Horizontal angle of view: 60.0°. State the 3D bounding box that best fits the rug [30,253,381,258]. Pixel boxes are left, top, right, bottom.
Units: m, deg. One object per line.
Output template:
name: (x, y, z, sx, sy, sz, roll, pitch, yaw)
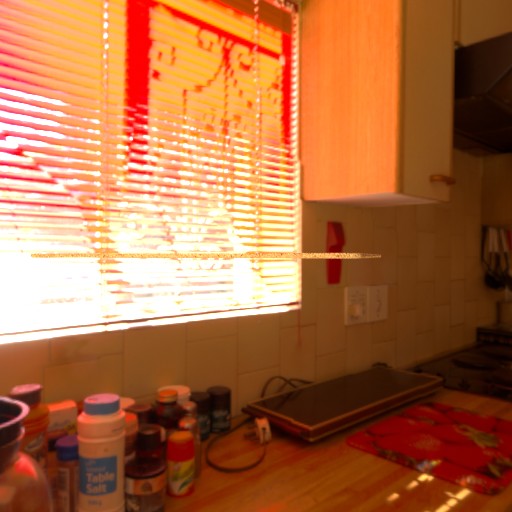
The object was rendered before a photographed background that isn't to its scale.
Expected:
rug: (0.000, 0.000, 3.466, 1.801, 0.024, 2.700, 0, 0, 18)
